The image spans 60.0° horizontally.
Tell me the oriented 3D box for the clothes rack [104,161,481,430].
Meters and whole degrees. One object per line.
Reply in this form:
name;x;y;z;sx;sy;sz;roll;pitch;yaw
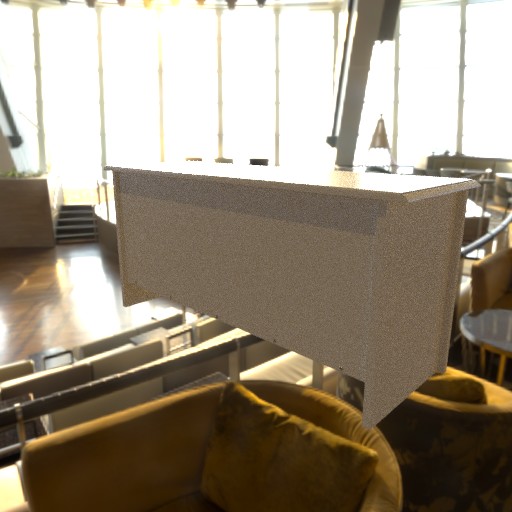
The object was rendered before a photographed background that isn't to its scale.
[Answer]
clothes rack;0.000;0.000;1.476;1.218;0.558;0.405;14;21;42
